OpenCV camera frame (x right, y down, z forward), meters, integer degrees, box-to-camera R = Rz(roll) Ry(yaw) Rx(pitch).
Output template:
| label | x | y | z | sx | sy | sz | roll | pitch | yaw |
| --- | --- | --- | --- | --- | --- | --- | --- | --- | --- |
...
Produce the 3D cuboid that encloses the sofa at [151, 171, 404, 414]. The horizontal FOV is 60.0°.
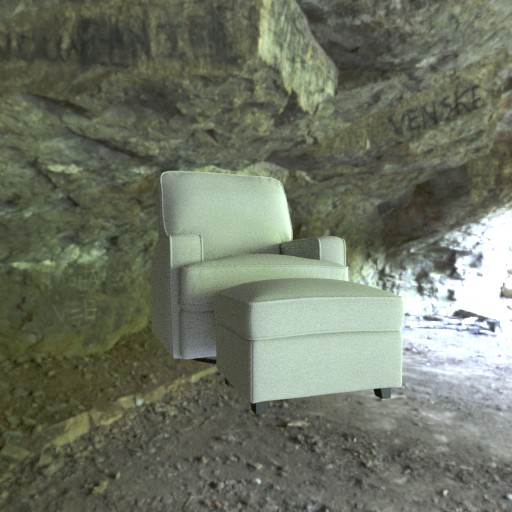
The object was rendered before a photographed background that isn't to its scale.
| label | x | y | z | sx | sy | sz | roll | pitch | yaw |
| --- | --- | --- | --- | --- | --- | --- | --- | --- | --- |
| sofa | 0.000 | 0.000 | 2.060 | 0.861 | 0.959 | 1.472 | 0 | 0 | -19 |
